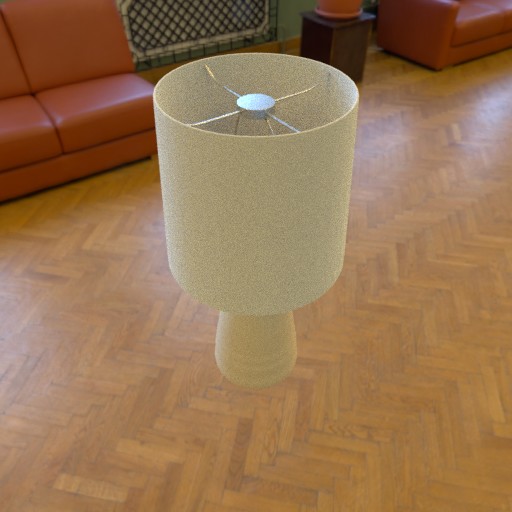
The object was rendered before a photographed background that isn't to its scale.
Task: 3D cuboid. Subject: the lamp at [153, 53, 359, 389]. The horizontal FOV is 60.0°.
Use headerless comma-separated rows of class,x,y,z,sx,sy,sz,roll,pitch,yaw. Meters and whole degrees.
lamp,0.000,0.000,0.482,0.186,0.369,0.186,0,43,0
